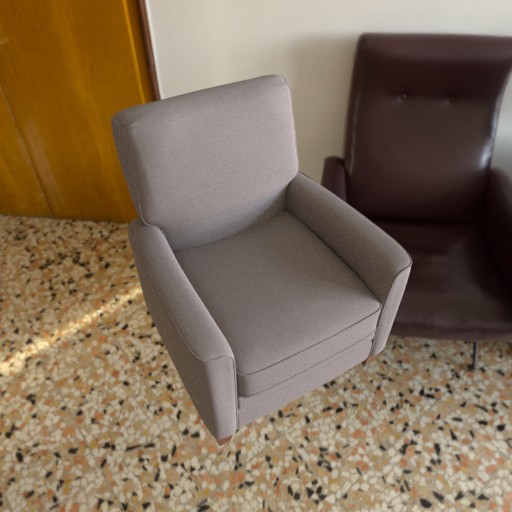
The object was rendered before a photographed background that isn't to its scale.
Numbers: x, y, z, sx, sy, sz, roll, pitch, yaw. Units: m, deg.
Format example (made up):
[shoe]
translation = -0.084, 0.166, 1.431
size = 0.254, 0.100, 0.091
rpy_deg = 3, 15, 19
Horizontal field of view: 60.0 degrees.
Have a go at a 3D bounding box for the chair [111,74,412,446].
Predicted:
[chair]
translation = 0.000, 0.000, 1.690
size = 0.845, 1.023, 0.859
rpy_deg = -22, 48, -21
